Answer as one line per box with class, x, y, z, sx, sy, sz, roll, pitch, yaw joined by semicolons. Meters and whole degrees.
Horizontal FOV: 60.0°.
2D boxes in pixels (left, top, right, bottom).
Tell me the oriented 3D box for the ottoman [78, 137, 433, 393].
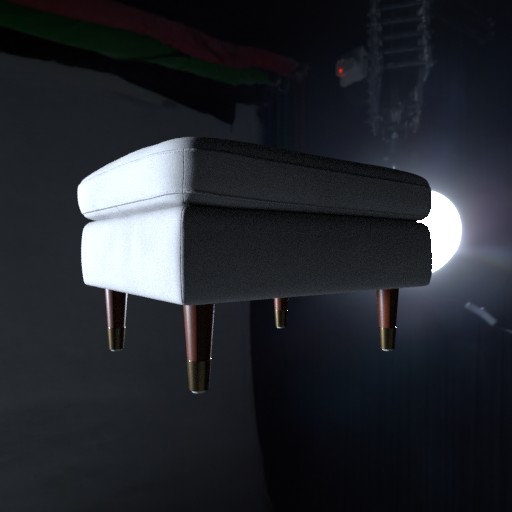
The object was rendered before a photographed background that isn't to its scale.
ottoman;0.000;0.000;1.125;0.747;0.478;0.593;0;1;-37
